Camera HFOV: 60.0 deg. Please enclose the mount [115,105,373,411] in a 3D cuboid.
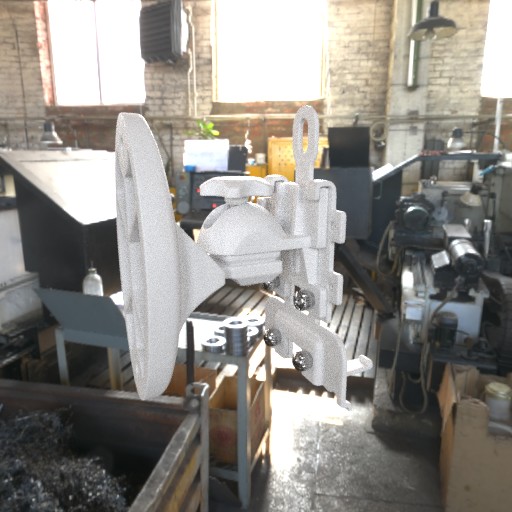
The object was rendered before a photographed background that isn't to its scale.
[{"bbox_3d":[0.000,0.000,0.180,0.100,0.118,0.066,-6,15,-25],"label":"mount"}]
